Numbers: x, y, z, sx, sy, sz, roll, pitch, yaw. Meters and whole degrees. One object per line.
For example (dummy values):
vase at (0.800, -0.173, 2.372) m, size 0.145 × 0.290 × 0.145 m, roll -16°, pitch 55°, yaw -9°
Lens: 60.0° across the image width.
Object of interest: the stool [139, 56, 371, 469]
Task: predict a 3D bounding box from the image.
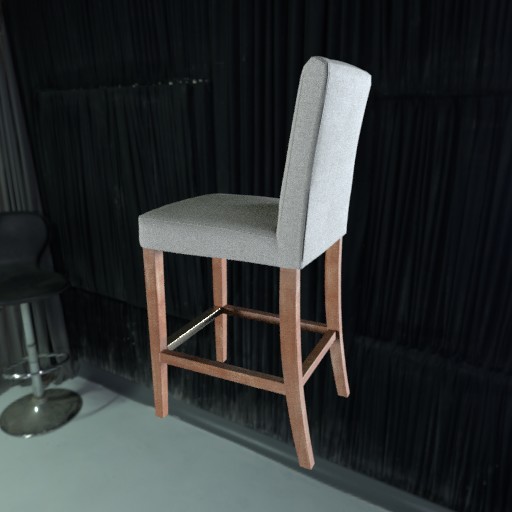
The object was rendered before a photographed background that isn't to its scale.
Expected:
stool at (0.000, 0.000, 1.387) m, size 0.570 × 1.088 × 0.439 m, roll 9°, pitch 20°, yaw 25°
